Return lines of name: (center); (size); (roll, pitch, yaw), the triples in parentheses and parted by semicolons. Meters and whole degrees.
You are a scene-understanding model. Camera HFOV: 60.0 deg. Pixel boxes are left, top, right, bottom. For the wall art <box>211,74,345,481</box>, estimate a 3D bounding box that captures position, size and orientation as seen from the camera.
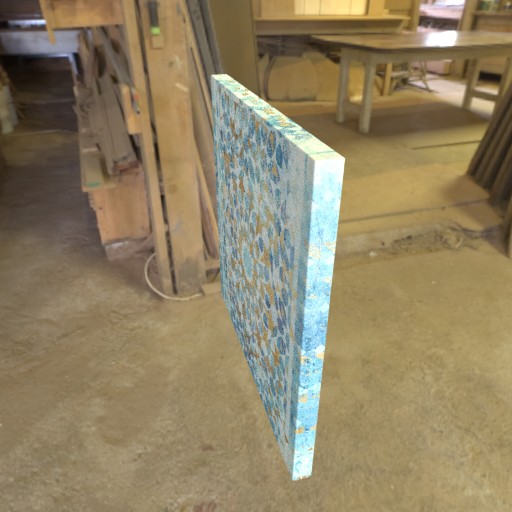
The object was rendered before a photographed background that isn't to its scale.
wall art: (0.000, 0.000, 0.912); (0.040, 0.609, 0.609); (-8, 32, -14)
